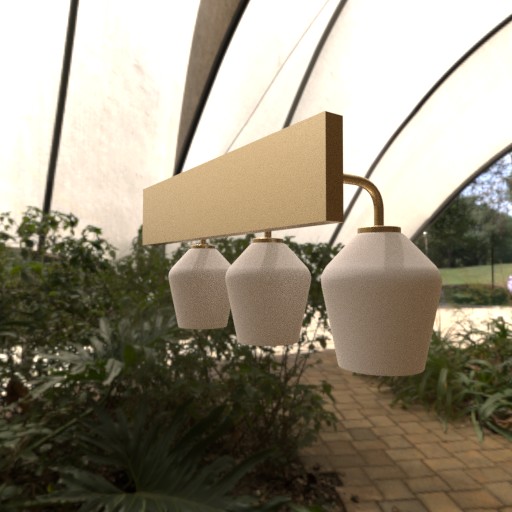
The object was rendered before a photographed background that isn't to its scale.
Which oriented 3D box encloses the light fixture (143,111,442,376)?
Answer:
[{"bbox_3d":[0.000,0.000,0.723,0.190,0.280,0.609,1,-2,-34],"label":"light fixture"}]
